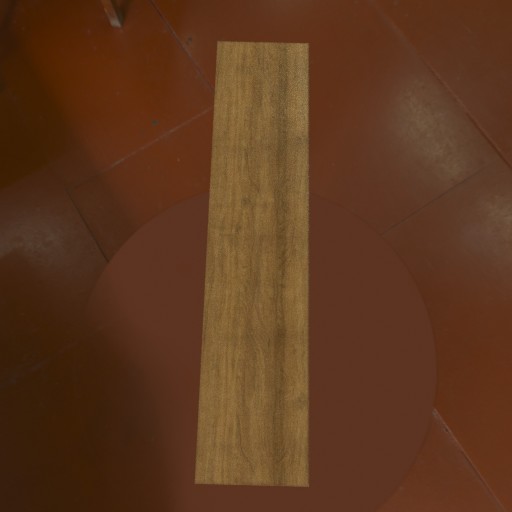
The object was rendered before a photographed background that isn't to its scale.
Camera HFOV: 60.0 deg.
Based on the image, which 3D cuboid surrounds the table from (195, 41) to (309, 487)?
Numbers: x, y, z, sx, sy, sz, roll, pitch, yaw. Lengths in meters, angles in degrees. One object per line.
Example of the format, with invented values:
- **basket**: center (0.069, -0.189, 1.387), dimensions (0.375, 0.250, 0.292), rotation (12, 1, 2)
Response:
- **table**: center (0.000, 0.000, 2.085), dimensions (0.425, 0.635, 1.815), rotation (1, 77, 0)
